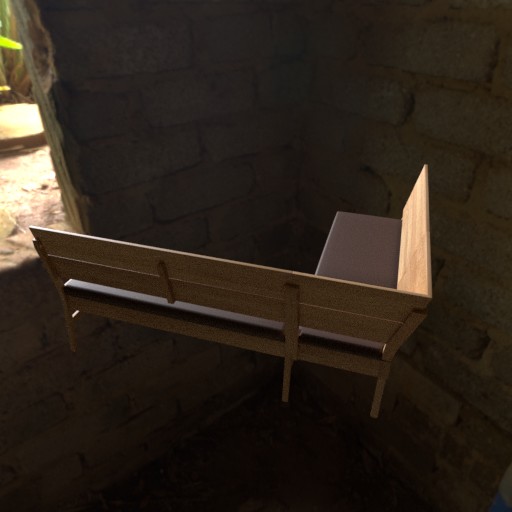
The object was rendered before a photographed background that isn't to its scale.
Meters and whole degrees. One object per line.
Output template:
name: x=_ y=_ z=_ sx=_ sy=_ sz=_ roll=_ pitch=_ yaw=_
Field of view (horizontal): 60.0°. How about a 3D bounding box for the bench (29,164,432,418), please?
bench: x=0.000 y=0.000 z=2.852 sx=1.975 sy=0.890 sz=1.549 roll=9 pitch=33 yaw=14
